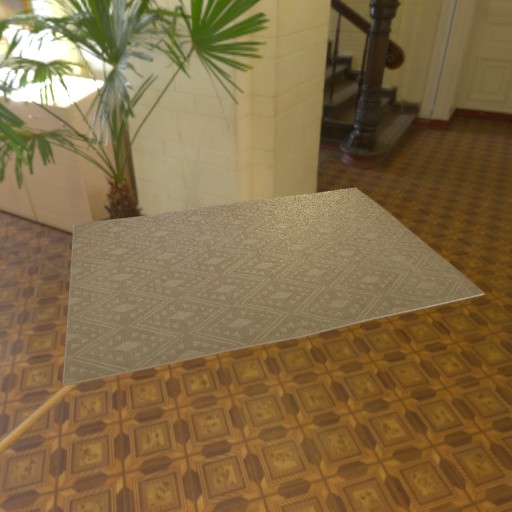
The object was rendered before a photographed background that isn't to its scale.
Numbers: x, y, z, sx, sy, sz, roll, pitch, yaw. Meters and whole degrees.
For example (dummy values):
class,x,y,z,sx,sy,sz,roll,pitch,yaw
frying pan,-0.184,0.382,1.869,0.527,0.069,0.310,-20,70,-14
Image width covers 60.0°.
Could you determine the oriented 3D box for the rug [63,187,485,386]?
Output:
class,x,y,z,sx,sy,sz,roll,pitch,yaw
rug,0.000,0.000,2.305,1.829,0.034,1.252,-10,34,-15
